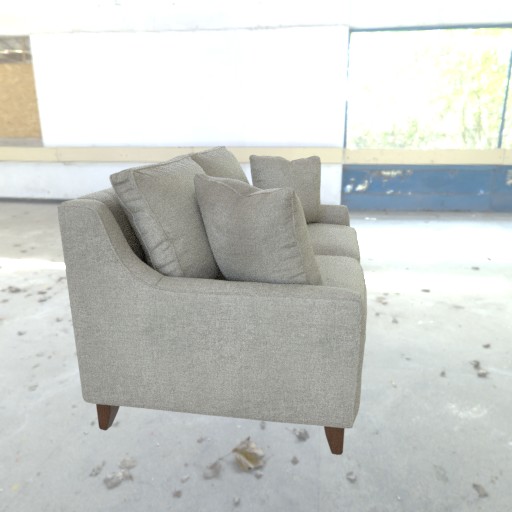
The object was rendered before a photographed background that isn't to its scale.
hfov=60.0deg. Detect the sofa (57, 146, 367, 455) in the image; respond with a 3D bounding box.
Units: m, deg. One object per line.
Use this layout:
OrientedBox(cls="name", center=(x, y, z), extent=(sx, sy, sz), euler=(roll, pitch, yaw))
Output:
OrientedBox(cls="sofa", center=(0.000, 0.000, 1.930), extent=(0.915, 0.863, 1.422), euler=(3, 17, 9))
